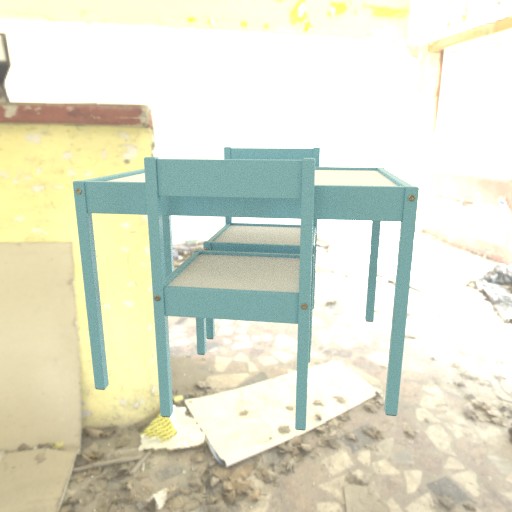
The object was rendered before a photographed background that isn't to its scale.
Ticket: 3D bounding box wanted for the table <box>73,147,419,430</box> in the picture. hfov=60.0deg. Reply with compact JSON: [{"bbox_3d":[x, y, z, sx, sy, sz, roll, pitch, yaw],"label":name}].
[{"bbox_3d":[0.000,0.000,1.089,0.639,0.503,0.633,2,16,8],"label":"table"}]
